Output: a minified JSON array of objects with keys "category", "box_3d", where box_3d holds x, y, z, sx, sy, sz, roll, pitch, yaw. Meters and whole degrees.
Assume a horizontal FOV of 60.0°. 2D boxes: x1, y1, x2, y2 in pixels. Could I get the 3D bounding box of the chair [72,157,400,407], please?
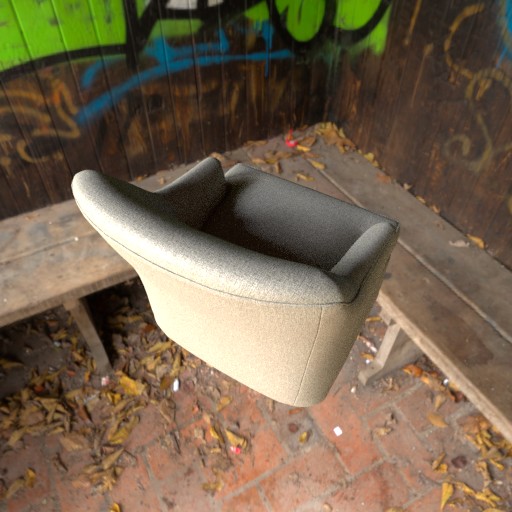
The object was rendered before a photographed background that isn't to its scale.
[{"category":"chair","box_3d":[0.000,0.000,1.586,0.864,0.856,0.923,25,51,22]}]
